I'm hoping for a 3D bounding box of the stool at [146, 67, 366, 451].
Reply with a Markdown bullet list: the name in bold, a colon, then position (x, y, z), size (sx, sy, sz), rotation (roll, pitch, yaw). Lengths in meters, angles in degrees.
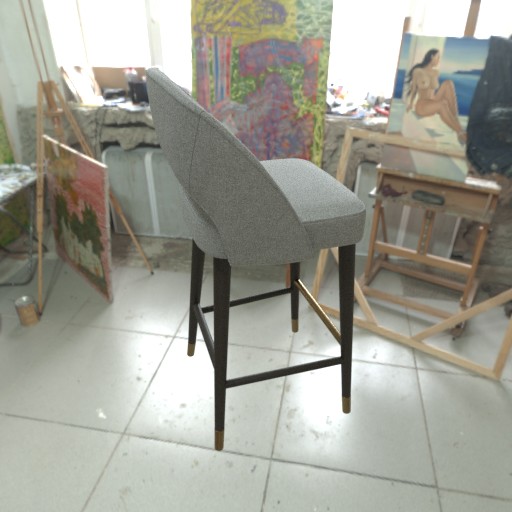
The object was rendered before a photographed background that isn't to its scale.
- **stool**: position (0.000, 0.000, 1.303), size (0.509, 1.037, 0.494), rotation (-10, 32, -16)
